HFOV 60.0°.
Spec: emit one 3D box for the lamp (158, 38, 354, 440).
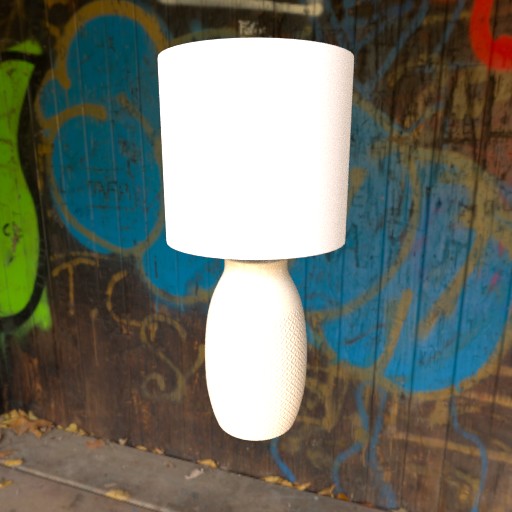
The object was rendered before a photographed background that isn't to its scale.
[{"bbox_3d":[0.000,0.000,0.553,0.217,0.453,0.217,-2,14,-9],"label":"lamp"}]
